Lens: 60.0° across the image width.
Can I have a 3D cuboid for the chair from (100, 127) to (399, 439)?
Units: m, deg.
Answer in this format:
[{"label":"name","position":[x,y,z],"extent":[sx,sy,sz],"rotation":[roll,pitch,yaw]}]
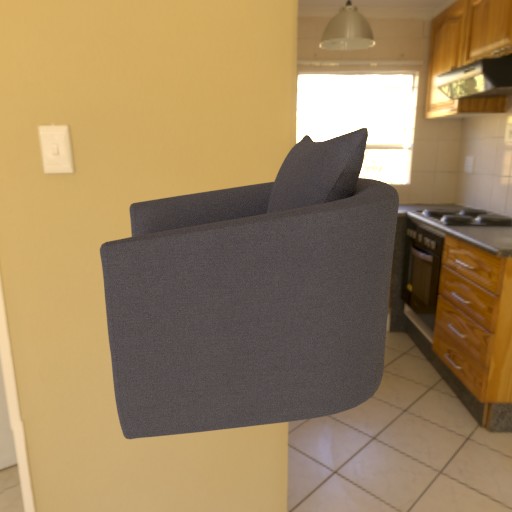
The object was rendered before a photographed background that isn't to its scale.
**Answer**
[{"label":"chair","position":[0.000,0.000,1.555],"extent":[0.910,0.848,0.845],"rotation":[-2,14,-10]}]
